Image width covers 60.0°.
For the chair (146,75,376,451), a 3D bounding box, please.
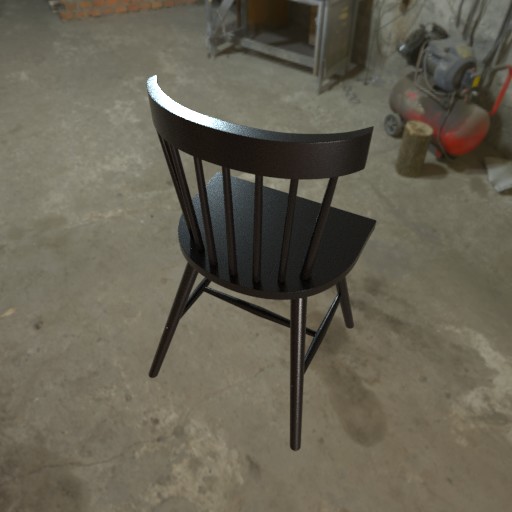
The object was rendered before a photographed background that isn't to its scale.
[{"bbox_3d":[0.000,0.000,1.130,0.506,0.844,0.483,20,48,19],"label":"chair"}]
